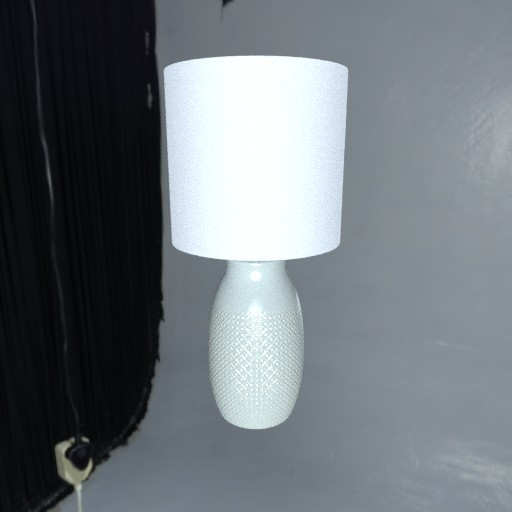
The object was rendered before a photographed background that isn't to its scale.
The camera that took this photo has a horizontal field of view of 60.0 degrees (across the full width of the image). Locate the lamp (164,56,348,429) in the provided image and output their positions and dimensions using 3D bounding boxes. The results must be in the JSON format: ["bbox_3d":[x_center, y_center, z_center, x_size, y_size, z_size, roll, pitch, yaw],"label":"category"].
[{"bbox_3d":[0.000,0.000,0.587,0.217,0.453,0.217,7,16,26],"label":"lamp"}]
